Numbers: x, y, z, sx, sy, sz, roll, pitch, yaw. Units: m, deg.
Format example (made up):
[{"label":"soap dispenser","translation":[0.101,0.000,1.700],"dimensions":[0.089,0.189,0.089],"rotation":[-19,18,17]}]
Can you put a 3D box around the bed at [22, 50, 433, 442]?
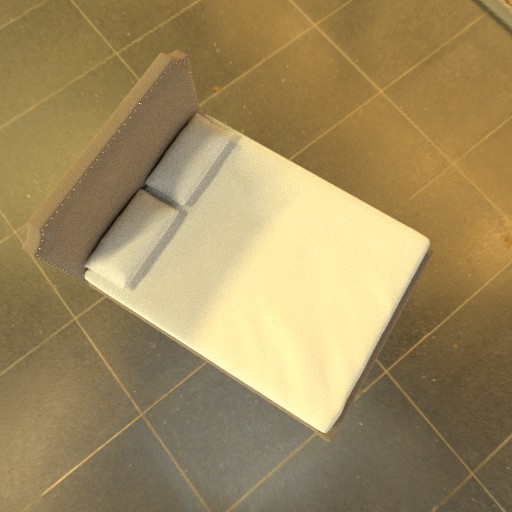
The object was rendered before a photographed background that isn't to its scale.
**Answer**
[{"label":"bed","translation":[0.000,0.000,3.292],"dimensions":[2.329,1.415,1.703],"rotation":[31,78,8]}]
